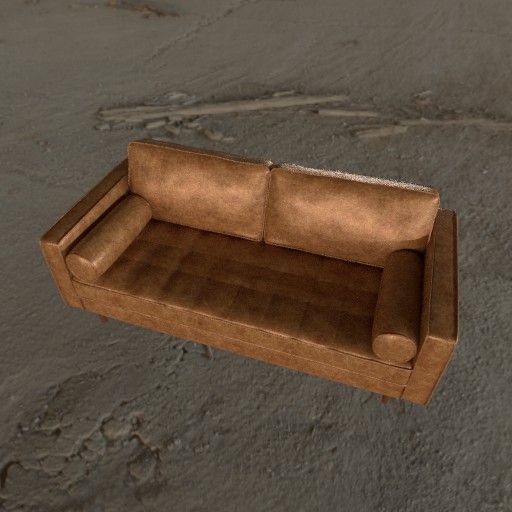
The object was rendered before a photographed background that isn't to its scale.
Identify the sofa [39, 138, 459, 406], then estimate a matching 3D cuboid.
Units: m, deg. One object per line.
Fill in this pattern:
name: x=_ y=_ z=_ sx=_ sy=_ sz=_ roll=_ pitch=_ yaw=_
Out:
sofa: x=0.000 y=0.000 z=2.325 sx=1.920 sy=0.825 sz=0.924 roll=13 pitch=43 yaw=14
